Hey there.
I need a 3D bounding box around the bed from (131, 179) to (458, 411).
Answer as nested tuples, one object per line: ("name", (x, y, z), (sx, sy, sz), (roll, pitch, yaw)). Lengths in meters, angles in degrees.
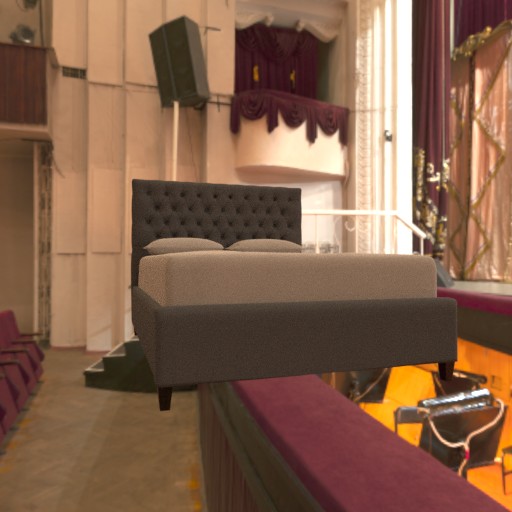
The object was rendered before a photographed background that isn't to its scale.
("bed", (0.000, 0.000, 3.289), (1.698, 1.427, 2.231), (0, -1, -18))
